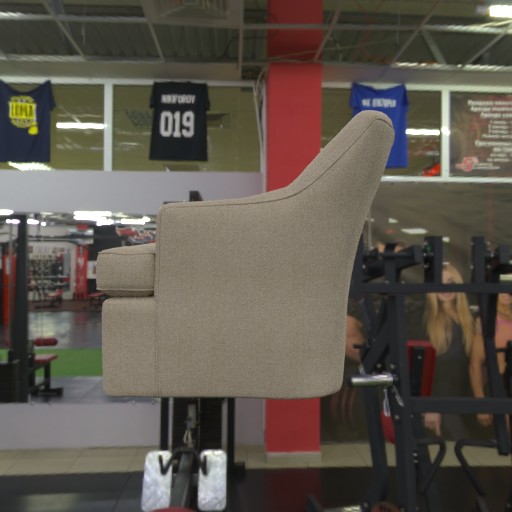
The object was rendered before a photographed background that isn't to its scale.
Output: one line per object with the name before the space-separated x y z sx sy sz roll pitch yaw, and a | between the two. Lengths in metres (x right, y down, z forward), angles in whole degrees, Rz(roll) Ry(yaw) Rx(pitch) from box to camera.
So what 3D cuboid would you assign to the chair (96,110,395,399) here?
chair | 0.000 0.000 1.615 0.923 0.856 0.864 0 -1 0
